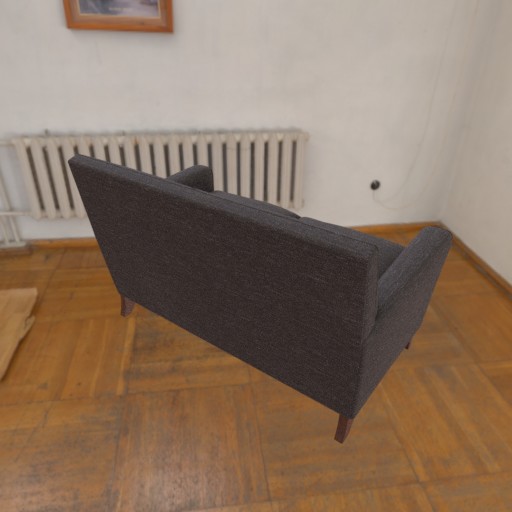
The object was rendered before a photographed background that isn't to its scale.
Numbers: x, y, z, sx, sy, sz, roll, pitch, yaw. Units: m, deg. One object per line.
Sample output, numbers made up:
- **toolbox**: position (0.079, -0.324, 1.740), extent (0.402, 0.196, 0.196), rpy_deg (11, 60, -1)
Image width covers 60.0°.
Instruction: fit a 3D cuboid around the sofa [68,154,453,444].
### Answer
- **sofa**: position (0.000, 0.000, 2.085), extent (1.509, 0.905, 0.867), rpy_deg (21, 36, 32)
